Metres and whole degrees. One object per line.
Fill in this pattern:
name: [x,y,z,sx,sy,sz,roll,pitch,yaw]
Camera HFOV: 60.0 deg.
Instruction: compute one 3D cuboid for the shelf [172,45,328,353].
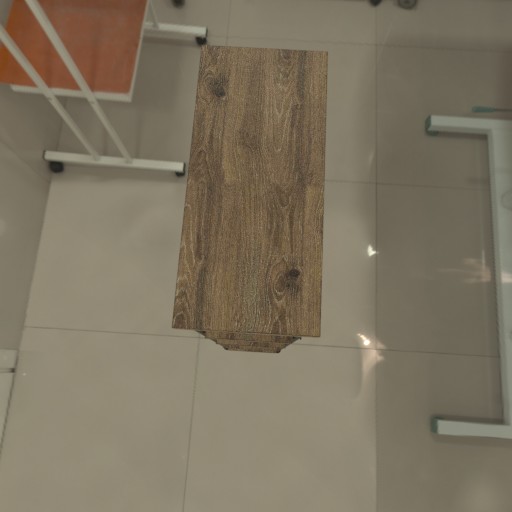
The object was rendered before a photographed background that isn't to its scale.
shelf: [0.000,0.000,1.989,0.360,1.700,0.800,3,76,1]
